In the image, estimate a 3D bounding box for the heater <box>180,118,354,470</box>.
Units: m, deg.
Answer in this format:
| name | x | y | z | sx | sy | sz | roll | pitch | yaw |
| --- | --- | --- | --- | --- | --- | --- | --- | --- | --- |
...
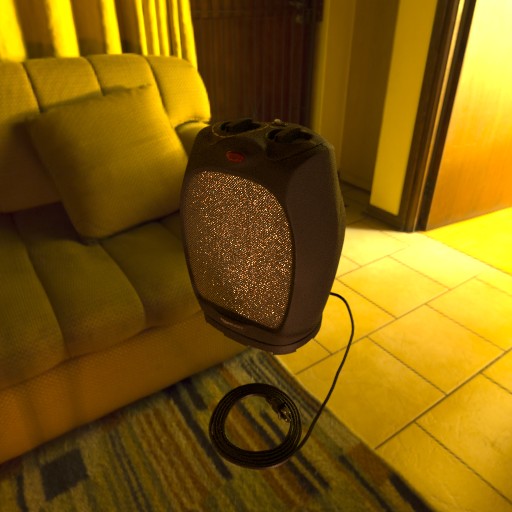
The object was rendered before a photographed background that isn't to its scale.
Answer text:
| name | x | y | z | sx | sy | sz | roll | pitch | yaw |
| --- | --- | --- | --- | --- | --- | --- | --- | --- | --- |
| heater | 0.000 | 0.000 | 0.480 | 0.239 | 0.255 | 0.291 | 20 | 36 | 29 |
